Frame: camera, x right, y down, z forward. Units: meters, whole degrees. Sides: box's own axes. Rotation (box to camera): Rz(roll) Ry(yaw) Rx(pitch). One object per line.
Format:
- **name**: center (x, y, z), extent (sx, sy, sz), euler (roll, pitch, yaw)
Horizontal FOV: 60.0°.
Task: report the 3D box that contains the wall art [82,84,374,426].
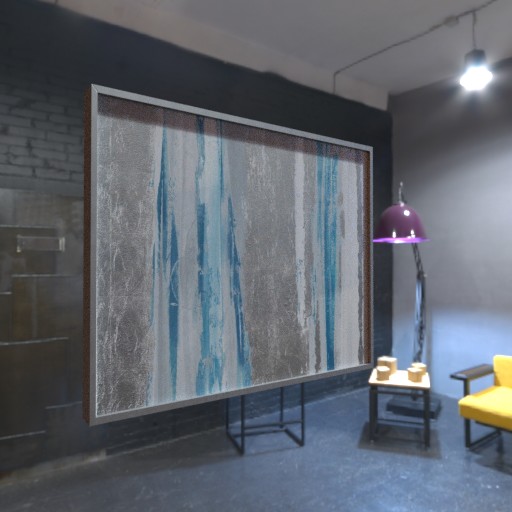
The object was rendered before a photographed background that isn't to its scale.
- **wall art**: center (0.000, 0.000, 0.758), extent (0.557, 0.450, 0.037), euler (1, -1, -35)
